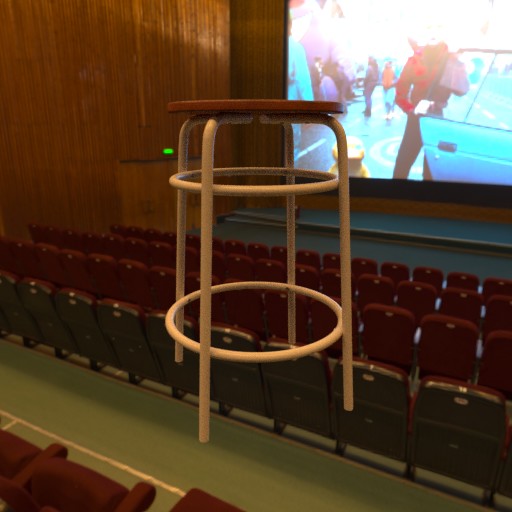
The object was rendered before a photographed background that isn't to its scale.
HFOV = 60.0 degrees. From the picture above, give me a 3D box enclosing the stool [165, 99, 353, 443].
[{"bbox_3d":[0.000,0.000,0.940,0.455,0.610,0.455,8,18,26],"label":"stool"}]
